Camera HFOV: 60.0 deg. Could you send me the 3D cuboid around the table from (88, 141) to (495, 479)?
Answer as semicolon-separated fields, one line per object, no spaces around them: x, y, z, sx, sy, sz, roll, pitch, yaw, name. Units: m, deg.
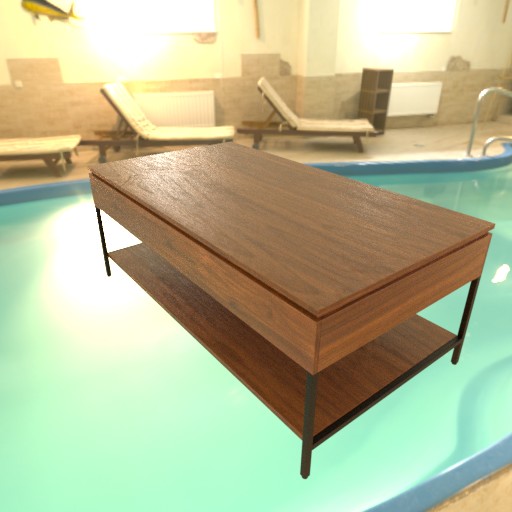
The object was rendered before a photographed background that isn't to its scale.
0.000;0.000;1.328;0.574;0.414;1.057;-20;33;-33;table
